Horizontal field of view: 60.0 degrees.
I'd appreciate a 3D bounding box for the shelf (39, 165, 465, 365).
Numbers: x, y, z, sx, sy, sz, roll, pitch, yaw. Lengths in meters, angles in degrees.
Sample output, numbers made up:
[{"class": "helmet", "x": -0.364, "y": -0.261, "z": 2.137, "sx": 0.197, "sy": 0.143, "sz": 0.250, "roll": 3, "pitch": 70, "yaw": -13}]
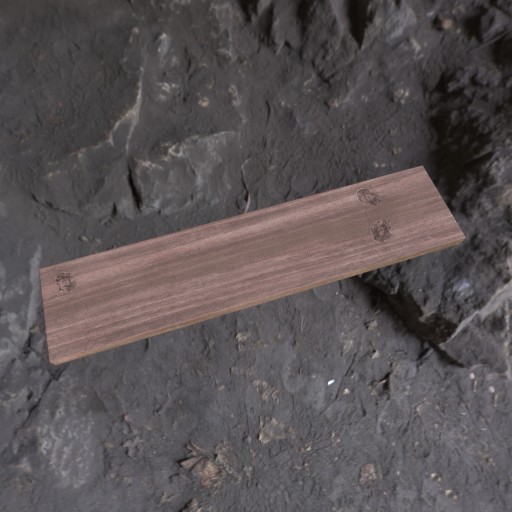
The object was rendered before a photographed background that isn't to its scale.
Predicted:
[{"class": "shelf", "x": 0.000, "y": 0.000, "z": 0.656, "sx": 0.610, "sy": 0.020, "sz": 0.140, "roll": -16, "pitch": 65, "yaw": -8}]
